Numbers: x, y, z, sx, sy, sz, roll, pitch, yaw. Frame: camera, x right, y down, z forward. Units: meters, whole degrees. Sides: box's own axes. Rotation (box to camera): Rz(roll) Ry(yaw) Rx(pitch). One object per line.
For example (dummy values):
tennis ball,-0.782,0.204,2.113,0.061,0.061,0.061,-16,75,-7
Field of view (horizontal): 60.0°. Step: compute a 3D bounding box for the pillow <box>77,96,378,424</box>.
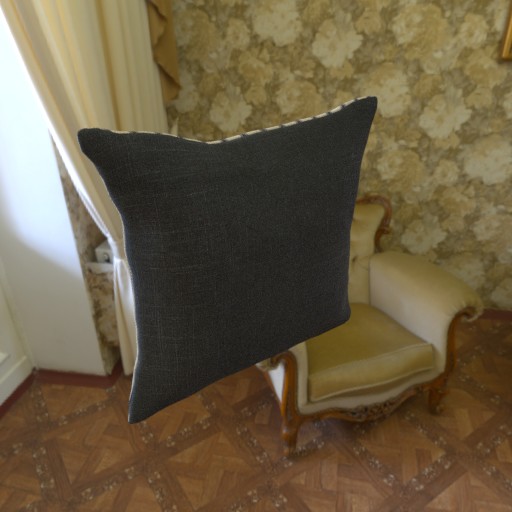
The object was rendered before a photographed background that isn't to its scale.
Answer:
pillow,0.000,0.000,0.688,0.468,0.444,0.138,-18,33,-30
